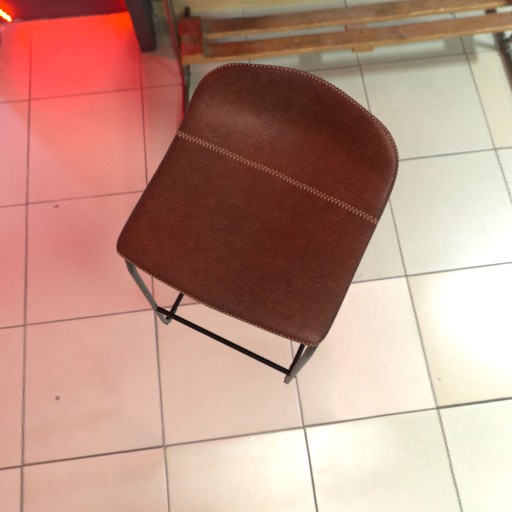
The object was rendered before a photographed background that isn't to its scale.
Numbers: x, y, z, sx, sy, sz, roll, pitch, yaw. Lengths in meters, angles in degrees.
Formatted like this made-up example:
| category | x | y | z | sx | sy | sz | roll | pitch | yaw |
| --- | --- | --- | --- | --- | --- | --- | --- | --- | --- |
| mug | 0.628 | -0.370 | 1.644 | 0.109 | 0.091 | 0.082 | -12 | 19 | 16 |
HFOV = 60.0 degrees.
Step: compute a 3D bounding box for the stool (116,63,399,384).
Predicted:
| category | x | y | z | sx | sy | sz | roll | pitch | yaw |
| --- | --- | --- | --- | --- | --- | --- | --- | --- | --- |
| stool | 0.000 | 0.000 | 1.106 | 0.454 | 0.830 | 0.473 | 25 | 76 | 7 |
